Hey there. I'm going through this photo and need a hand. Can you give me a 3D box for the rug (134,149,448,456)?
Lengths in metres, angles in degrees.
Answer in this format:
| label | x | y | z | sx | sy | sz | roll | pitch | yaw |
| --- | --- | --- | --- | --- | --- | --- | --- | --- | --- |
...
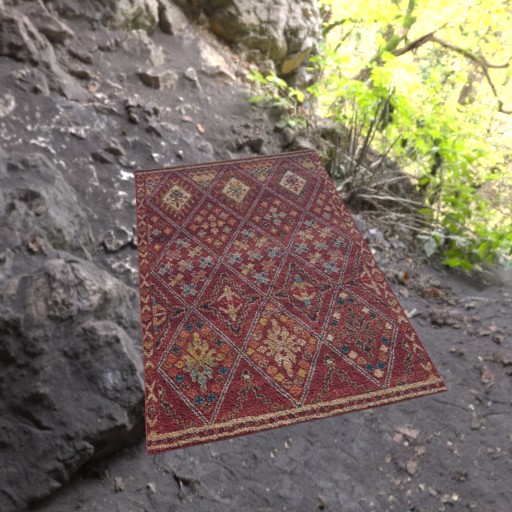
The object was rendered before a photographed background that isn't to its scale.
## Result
| label | x | y | z | sx | sy | sz | roll | pitch | yaw |
| --- | --- | --- | --- | --- | --- | --- | --- | --- | --- |
| rug | 0.000 | 0.000 | 2.919 | 1.521 | 0.026 | 2.286 | -9 | 47 | -8 |
